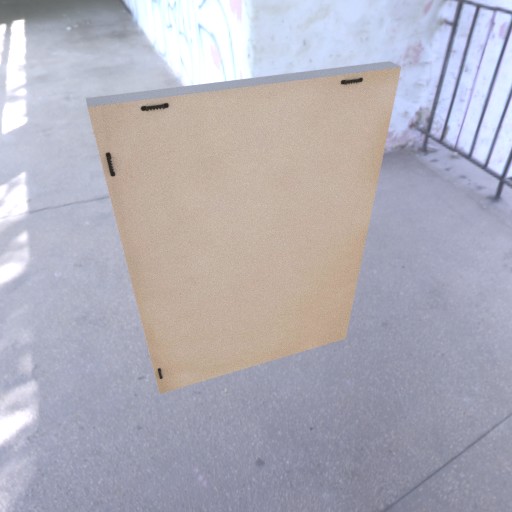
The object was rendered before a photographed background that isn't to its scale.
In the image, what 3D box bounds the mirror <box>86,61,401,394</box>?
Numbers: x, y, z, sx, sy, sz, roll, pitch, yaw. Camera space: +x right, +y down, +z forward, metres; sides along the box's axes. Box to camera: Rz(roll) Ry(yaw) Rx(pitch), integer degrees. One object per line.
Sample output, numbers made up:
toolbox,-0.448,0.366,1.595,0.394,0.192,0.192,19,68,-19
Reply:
mirror,0.000,0.000,0.918,0.507,0.710,0.039,-13,42,-15
